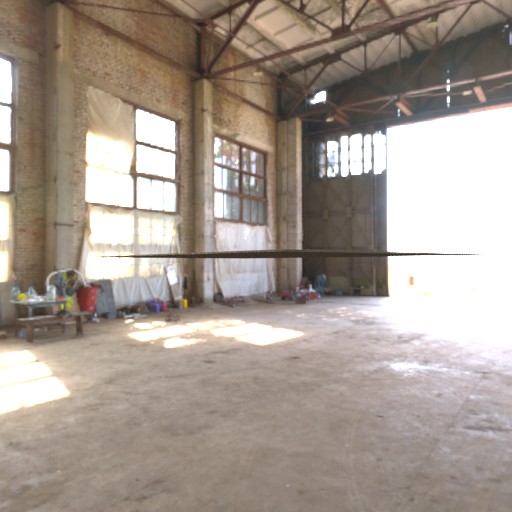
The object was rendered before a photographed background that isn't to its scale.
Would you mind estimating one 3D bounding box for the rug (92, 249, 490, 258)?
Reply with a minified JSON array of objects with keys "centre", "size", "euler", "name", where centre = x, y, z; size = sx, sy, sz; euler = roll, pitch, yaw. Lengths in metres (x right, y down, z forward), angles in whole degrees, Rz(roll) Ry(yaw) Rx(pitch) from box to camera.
[{"centre":[0.000,0.000,3.046],"size":[1.523,0.008,2.438],"euler":[1,-1,-36],"name":"rug"}]
